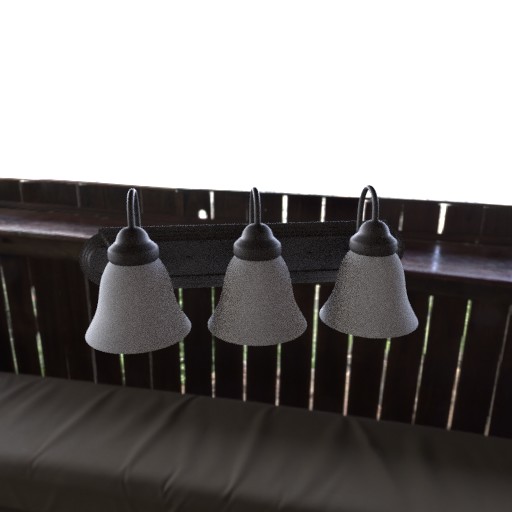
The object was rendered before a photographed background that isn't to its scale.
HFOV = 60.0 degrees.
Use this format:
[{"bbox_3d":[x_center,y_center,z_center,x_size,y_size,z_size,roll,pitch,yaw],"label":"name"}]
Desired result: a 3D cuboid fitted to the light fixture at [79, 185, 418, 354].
[{"bbox_3d":[0.000,0.000,0.727,0.610,0.222,0.199,-2,16,-7],"label":"light fixture"}]
